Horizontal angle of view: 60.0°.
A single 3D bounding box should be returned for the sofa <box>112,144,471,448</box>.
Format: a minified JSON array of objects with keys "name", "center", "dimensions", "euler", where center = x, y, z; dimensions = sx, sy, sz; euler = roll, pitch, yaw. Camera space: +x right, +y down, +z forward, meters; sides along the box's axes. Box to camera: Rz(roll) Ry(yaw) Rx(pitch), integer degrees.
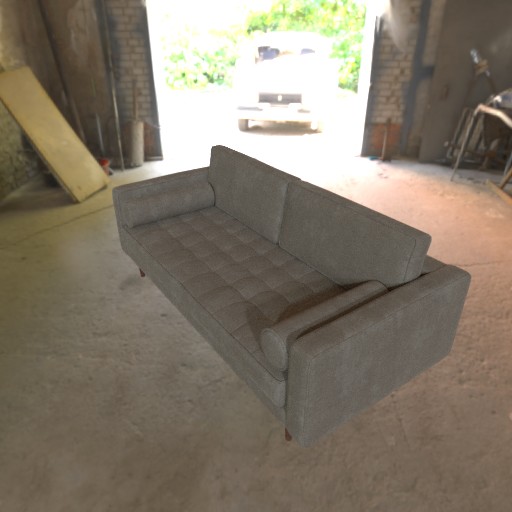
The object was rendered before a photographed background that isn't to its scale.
[{"name":"sofa","center":[0.000,0.000,2.349],"dimensions":[0.920,0.769,1.883],"euler":[-19,35,-30]}]
